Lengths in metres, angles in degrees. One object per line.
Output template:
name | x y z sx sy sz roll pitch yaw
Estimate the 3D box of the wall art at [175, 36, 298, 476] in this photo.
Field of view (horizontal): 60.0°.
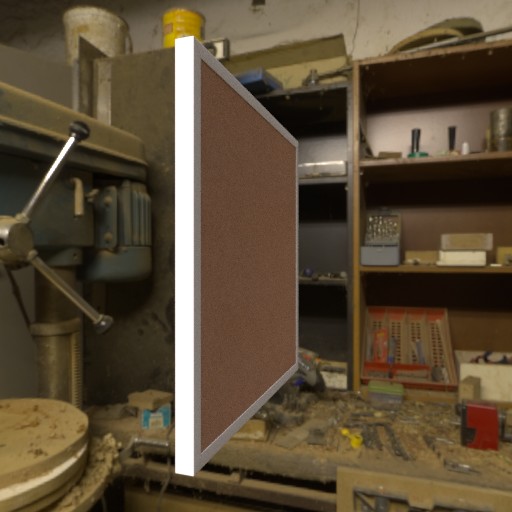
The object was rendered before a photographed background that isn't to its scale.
wall art | 0.000 0.000 1.129 0.036 0.760 0.760 0 0 19
